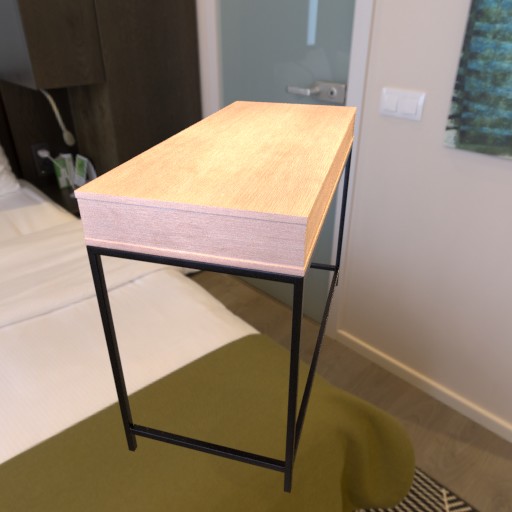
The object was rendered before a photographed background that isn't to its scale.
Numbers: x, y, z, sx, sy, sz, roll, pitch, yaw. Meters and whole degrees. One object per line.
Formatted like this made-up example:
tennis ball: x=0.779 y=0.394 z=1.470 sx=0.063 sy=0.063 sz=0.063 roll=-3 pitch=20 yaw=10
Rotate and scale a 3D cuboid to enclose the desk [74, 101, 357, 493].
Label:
desk: x=0.000 y=0.000 z=1.417 sx=0.470 sy=0.762 sz=1.016 roll=8 pitch=30 yaw=14
